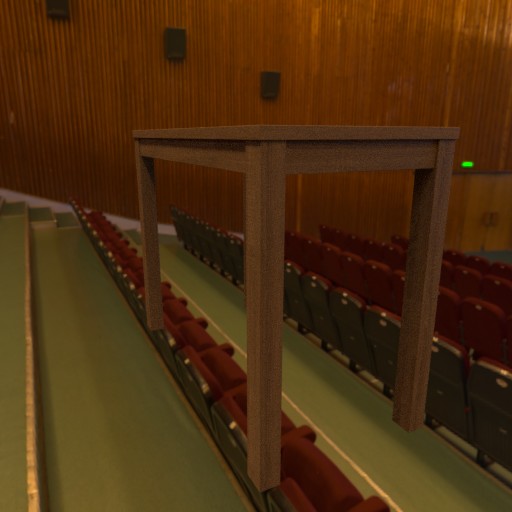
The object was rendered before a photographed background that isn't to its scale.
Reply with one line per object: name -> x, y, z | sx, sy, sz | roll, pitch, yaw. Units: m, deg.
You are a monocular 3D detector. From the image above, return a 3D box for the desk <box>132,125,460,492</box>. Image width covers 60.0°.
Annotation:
desk -> 0.000, 0.000, 1.386 | 0.495, 0.762, 0.991 | -8, 17, -26
